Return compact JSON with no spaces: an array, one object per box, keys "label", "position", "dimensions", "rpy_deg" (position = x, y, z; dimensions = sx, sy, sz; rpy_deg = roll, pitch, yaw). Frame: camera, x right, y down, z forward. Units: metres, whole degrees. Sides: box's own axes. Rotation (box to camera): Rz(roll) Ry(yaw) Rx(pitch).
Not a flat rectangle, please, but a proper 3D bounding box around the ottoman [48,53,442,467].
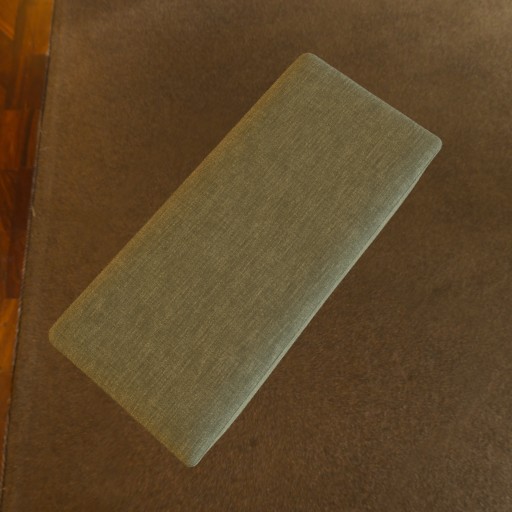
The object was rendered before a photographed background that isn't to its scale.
[{"label":"ottoman","position":[0.000,0.000,1.132],"dimensions":[0.419,0.432,0.902],"rpy_deg":[38,78,9]}]
